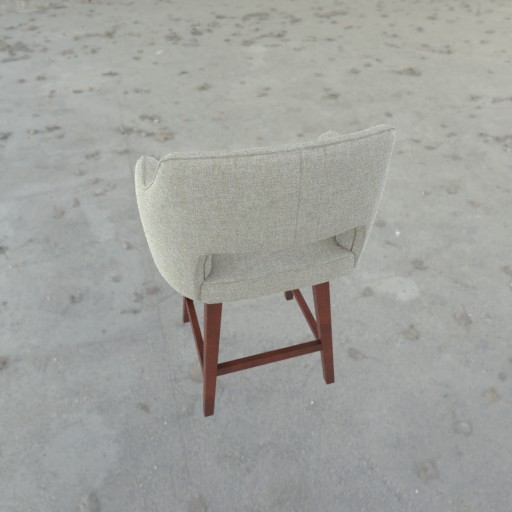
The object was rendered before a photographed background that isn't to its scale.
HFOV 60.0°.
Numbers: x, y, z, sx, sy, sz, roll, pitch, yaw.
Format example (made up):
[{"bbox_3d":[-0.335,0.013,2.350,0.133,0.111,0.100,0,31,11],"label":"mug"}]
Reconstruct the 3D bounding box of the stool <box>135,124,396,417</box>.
[{"bbox_3d":[0.000,0.000,1.289,0.599,0.944,0.558,-11,42,-12],"label":"stool"}]
